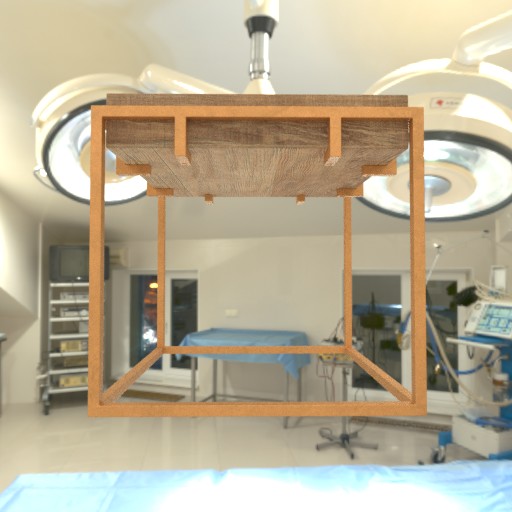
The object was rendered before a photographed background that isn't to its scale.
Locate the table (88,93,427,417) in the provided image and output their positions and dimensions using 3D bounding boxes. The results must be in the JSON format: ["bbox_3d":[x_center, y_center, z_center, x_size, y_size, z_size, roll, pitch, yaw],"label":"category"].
[{"bbox_3d":[0.000,0.000,1.090,0.599,0.584,0.599,0,-2,-1],"label":"table"}]
